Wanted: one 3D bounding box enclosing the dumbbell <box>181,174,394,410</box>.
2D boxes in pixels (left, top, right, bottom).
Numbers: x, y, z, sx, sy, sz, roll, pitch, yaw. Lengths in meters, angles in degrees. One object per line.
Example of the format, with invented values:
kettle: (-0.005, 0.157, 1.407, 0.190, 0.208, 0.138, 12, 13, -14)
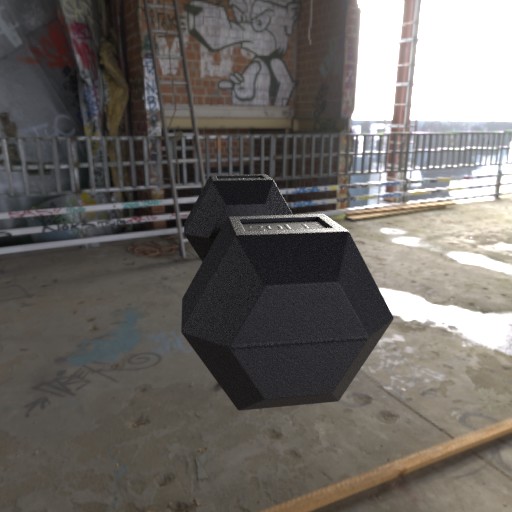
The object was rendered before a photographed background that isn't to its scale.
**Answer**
dumbbell: (0.000, 0.000, 0.359, 0.116, 0.101, 0.297, -2, 17, -8)
